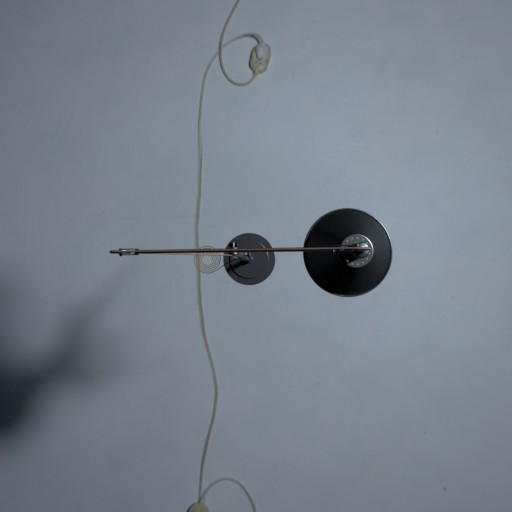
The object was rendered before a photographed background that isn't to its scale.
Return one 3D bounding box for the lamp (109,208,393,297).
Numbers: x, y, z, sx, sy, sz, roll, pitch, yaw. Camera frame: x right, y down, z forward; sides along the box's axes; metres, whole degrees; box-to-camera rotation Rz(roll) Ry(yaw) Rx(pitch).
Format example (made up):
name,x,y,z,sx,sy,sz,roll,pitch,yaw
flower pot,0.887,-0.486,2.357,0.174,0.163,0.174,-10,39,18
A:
name,x,y,z,sx,sy,sz,roll,pitch,yaw
lamp,0.000,0.000,1.921,0.904,1.626,0.319,0,89,1
